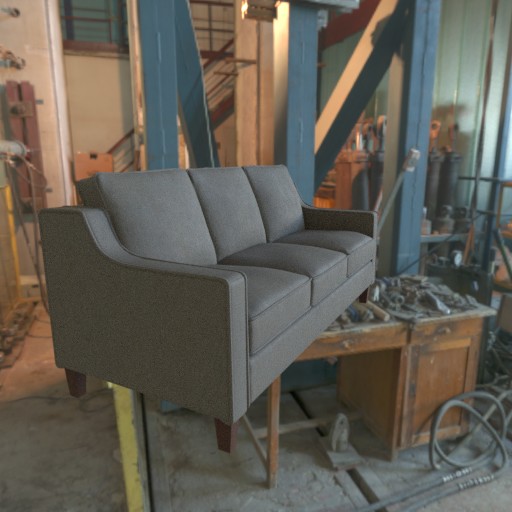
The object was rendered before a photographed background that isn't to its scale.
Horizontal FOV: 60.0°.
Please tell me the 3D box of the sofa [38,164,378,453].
[{"bbox_3d":[0.000,0.000,2.472,0.911,0.974,1.986,7,15,27],"label":"sofa"}]
